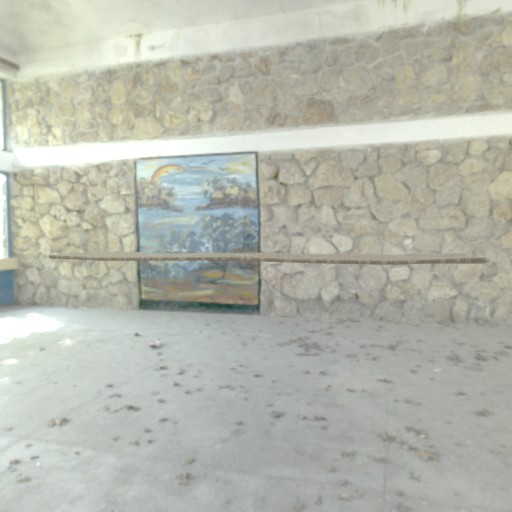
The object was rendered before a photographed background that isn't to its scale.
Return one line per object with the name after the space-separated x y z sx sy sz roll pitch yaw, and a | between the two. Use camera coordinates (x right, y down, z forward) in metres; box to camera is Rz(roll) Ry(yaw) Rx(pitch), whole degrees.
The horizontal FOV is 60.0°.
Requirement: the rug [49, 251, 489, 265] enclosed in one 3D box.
0.000 0.000 2.722 2.452 0.051 0.752 1 3 18 | rug
